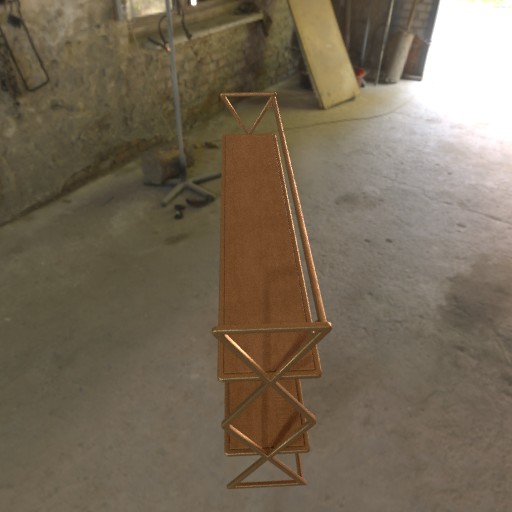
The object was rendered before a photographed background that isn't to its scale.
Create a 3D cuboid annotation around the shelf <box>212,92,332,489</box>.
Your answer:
[{"bbox_3d":[0.000,0.000,1.005,0.150,0.450,0.822,-2,40,-2],"label":"shelf"}]
